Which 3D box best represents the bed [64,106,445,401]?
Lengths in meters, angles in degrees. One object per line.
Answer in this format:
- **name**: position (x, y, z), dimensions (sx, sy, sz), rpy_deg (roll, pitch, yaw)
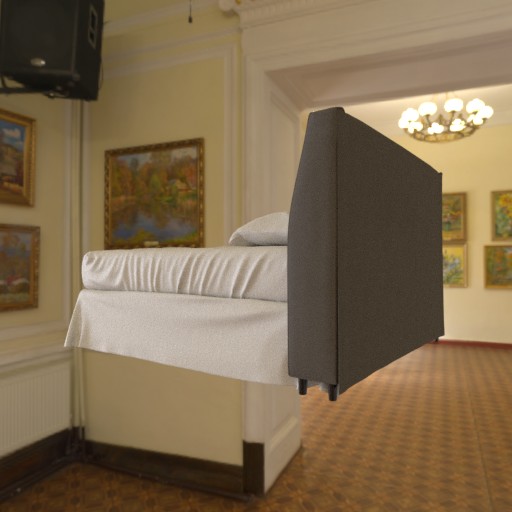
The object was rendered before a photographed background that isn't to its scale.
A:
- **bed**: position (0.000, 0.000, 3.359), dimensions (2.276, 1.332, 1.925), rpy_deg (0, -1, 36)
